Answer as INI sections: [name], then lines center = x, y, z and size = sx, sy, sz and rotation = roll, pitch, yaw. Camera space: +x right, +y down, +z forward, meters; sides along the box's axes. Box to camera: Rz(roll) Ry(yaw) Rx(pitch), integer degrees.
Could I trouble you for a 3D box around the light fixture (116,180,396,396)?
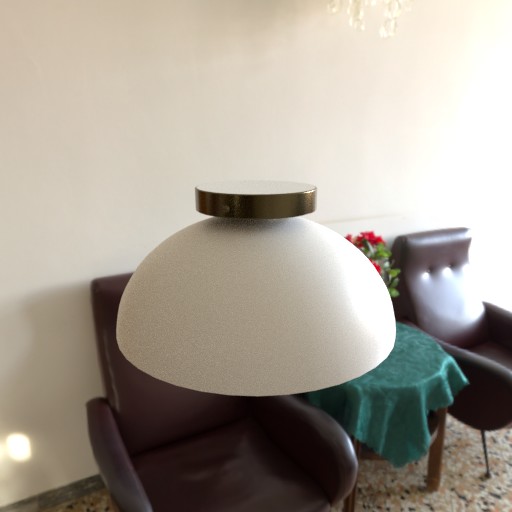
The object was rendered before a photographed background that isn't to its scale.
[light fixture]
center = 0.000, 0.000, 0.566
size = 0.355, 0.177, 0.355
rotation = 0, 16, 0
